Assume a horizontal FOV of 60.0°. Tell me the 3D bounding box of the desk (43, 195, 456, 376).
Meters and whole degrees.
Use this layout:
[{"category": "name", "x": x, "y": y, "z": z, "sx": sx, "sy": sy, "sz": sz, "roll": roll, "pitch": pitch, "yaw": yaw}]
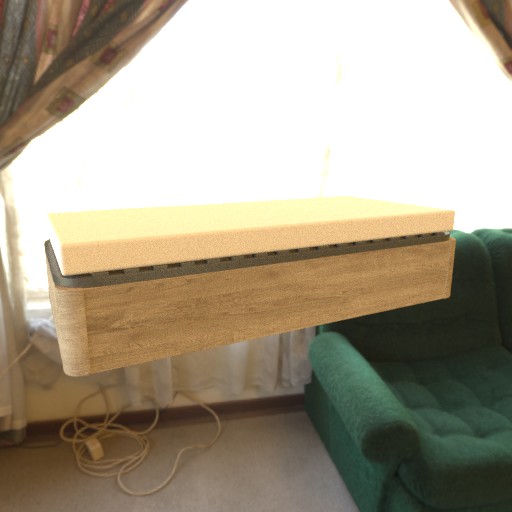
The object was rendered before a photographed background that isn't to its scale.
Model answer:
[{"category": "desk", "x": 0.000, "y": 0.000, "z": 2.241, "sx": 1.900, "sy": 0.455, "sz": 0.900, "roll": -7, "pitch": 15, "yaw": -27}]
